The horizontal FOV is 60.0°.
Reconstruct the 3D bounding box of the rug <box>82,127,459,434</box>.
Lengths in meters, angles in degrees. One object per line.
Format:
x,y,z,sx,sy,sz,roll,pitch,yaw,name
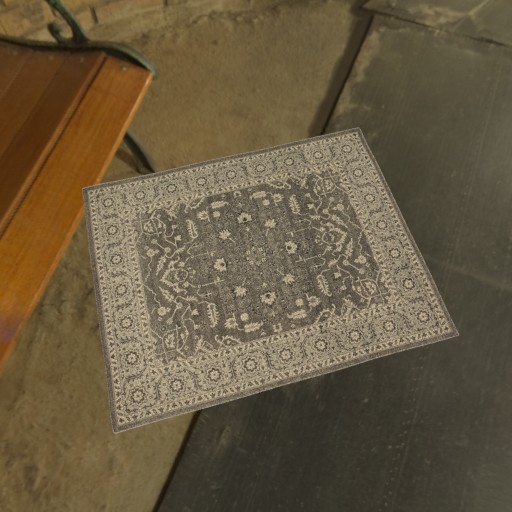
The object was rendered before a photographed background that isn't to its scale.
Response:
0.000,0.000,4.249,3.069,0.026,2.451,-14,65,-7,rug
